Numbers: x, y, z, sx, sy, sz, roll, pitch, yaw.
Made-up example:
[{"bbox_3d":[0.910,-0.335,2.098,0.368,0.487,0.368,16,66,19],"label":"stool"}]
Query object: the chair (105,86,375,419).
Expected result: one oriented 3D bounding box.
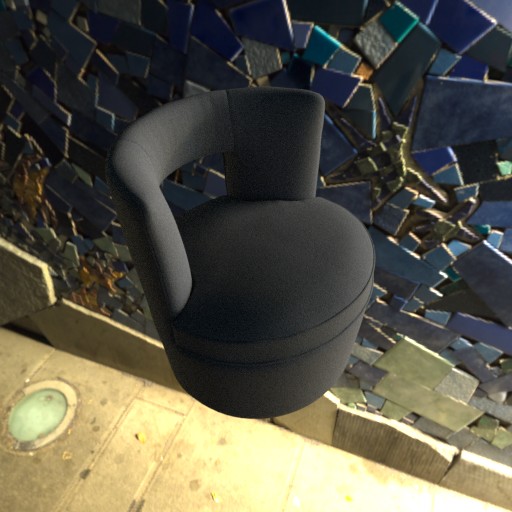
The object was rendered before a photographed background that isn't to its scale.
[{"bbox_3d":[0.000,0.000,1.253,0.660,0.719,0.689,26,47,27],"label":"chair"}]
